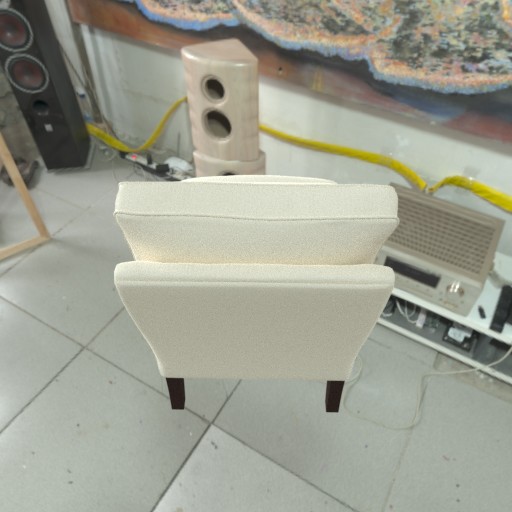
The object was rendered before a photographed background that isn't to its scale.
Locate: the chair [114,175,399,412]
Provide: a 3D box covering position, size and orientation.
[{"bbox_3d":[0.000,0.000,1.417,0.630,0.887,0.781,1,47,1],"label":"chair"}]
